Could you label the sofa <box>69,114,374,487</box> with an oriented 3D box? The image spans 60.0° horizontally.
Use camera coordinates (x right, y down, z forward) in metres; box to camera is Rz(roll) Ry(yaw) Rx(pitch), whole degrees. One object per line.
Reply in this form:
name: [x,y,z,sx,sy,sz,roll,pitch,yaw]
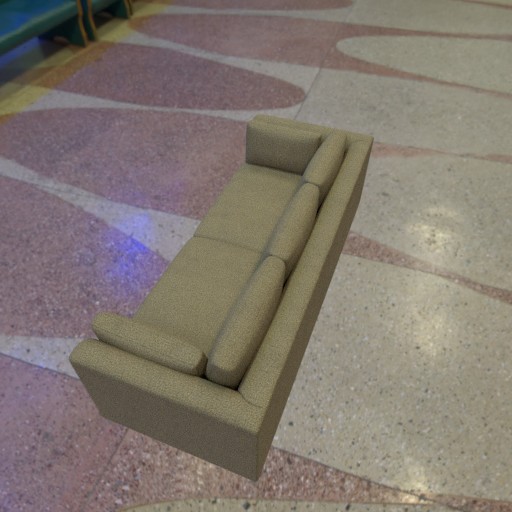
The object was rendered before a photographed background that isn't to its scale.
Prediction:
sofa: [0.000,0.000,2.923,0.969,0.867,2.415,16,49,15]
